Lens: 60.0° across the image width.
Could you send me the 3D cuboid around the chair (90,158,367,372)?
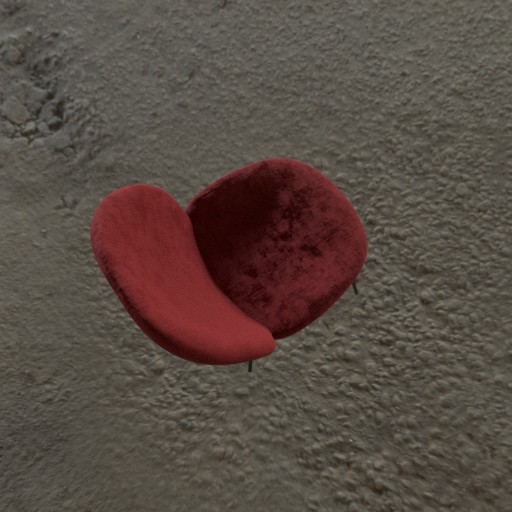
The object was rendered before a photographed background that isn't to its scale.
[{"bbox_3d":[0.000,0.000,1.160,0.587,0.791,0.458,-34,77,-9],"label":"chair"}]
